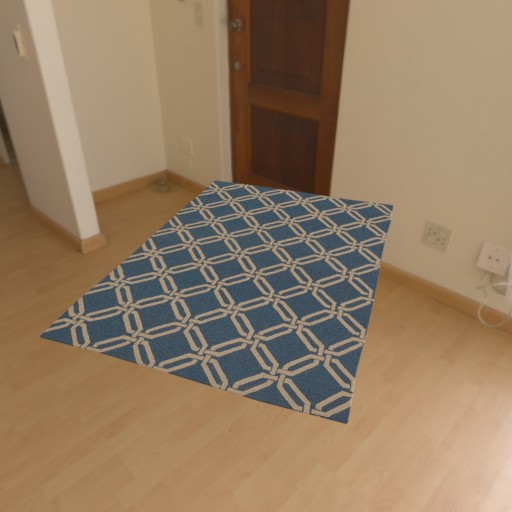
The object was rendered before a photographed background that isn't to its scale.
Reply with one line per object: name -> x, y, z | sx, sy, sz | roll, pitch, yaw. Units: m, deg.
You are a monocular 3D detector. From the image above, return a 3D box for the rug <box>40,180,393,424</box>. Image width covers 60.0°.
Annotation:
rug -> 0.000, 0.000, 2.804 | 1.524, 0.013, 2.135 | 11, 33, 16
